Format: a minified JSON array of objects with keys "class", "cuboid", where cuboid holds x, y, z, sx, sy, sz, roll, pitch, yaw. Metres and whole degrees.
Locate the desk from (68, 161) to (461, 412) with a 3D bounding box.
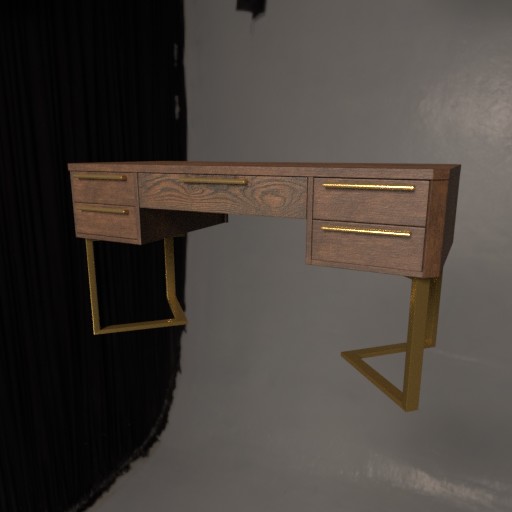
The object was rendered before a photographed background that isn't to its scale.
[{"class":"desk","cuboid":[0.000,0.000,1.870,1.479,0.762,0.684,7,15,26]}]
